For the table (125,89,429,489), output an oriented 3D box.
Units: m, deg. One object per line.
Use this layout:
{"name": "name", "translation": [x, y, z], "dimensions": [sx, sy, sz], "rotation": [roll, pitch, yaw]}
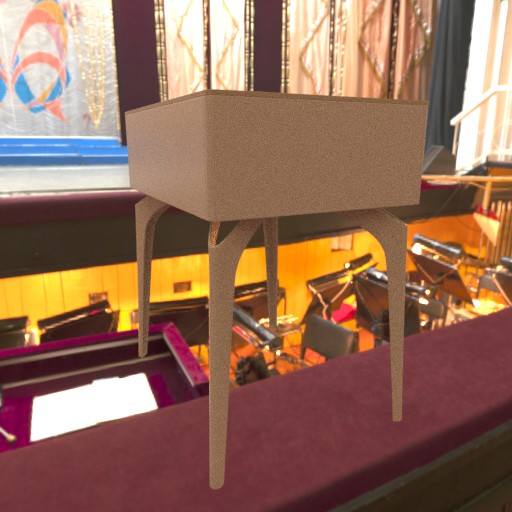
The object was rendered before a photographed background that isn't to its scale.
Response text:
{"name": "table", "translation": [0.000, 0.000, 0.897], "dimensions": [0.400, 0.570, 0.500], "rotation": [-7, 16, -26]}
